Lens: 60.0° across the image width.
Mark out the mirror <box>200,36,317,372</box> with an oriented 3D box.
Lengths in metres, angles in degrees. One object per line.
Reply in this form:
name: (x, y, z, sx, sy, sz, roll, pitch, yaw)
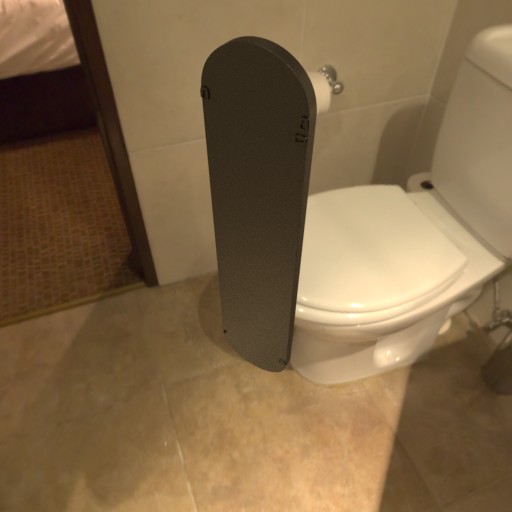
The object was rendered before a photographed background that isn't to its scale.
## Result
mirror: (0.000, 0.000, 1.061, 0.222, 0.991, 0.032, 24, 51, 21)
